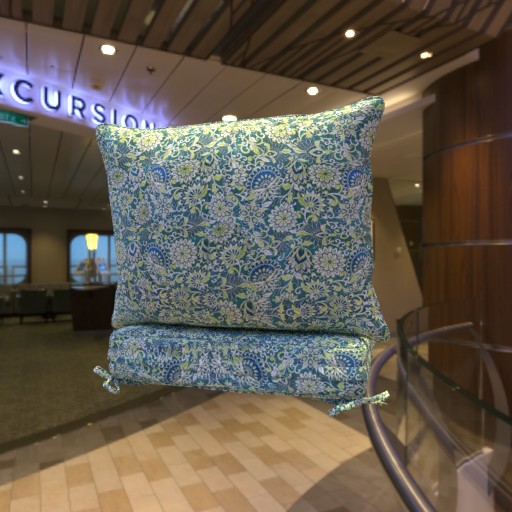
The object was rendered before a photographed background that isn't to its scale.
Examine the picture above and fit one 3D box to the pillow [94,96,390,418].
[{"bbox_3d":[0.000,0.000,1.375,0.798,0.722,0.740,0,0,17],"label":"pillow"}]
